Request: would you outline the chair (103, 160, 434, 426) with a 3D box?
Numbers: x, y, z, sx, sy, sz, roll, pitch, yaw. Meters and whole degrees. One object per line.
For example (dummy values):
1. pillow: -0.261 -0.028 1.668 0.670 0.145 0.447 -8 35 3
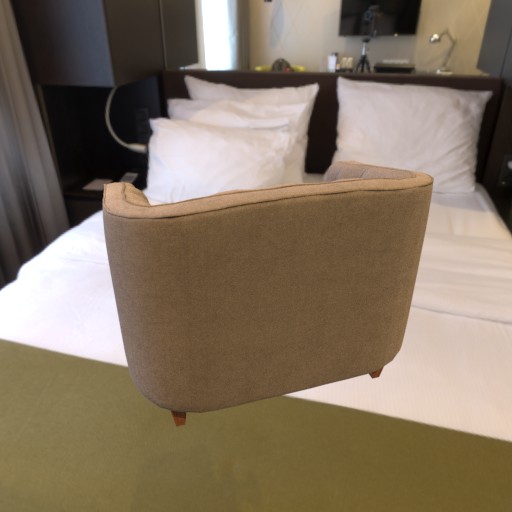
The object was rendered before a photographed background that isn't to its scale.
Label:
1. chair: 0.000 0.000 1.775 1.104 0.852 0.941 -8 29 -15
